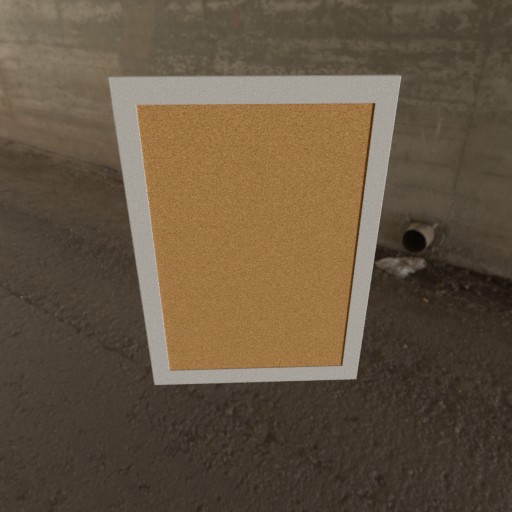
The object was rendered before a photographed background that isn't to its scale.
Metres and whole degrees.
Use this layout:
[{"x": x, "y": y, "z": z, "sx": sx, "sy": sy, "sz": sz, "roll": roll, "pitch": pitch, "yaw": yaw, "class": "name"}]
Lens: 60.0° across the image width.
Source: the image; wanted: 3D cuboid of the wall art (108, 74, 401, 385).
[{"x": 0.000, "y": 0.000, "z": 0.697, "sx": 0.374, "sy": 0.529, "sz": 0.012, "roll": -1, "pitch": 29, "yaw": -2, "class": "wall art"}]
